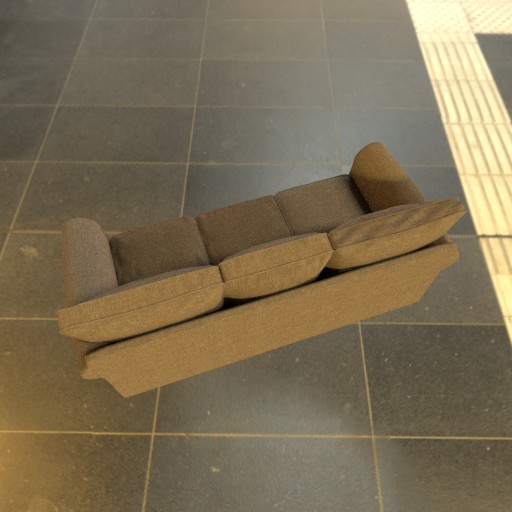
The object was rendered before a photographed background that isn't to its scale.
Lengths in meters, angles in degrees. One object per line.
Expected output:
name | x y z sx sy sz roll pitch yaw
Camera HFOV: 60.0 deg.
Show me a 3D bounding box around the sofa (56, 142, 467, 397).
sofa | 0.000 0.000 2.612 2.084 0.961 0.916 -16 59 -10
